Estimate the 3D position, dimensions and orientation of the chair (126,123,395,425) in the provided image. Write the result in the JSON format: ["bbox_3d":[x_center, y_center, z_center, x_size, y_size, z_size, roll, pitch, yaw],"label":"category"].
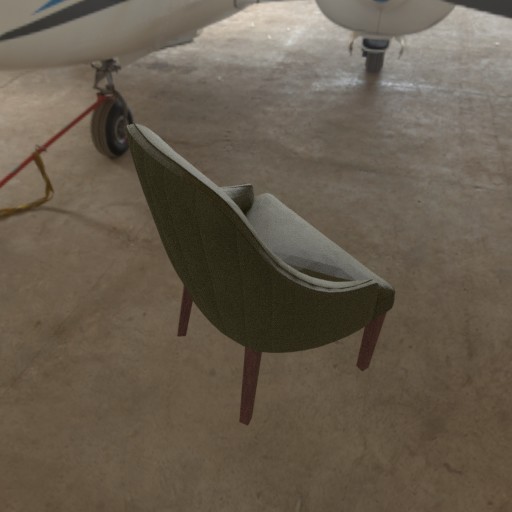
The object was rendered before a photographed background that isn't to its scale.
[{"bbox_3d":[0.000,0.000,1.322,0.575,0.889,0.643,-25,48,-26],"label":"chair"}]
